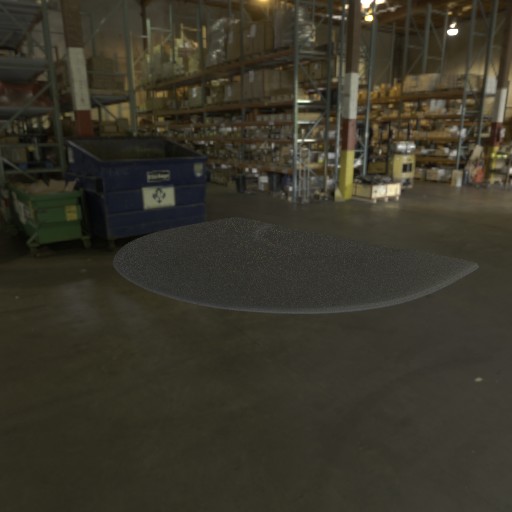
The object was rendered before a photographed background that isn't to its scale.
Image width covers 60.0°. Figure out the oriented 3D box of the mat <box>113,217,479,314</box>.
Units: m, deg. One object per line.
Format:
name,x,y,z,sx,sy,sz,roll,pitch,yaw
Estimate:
mat,0.000,0.000,1.576,1.220,0.016,0.917,15,21,43
